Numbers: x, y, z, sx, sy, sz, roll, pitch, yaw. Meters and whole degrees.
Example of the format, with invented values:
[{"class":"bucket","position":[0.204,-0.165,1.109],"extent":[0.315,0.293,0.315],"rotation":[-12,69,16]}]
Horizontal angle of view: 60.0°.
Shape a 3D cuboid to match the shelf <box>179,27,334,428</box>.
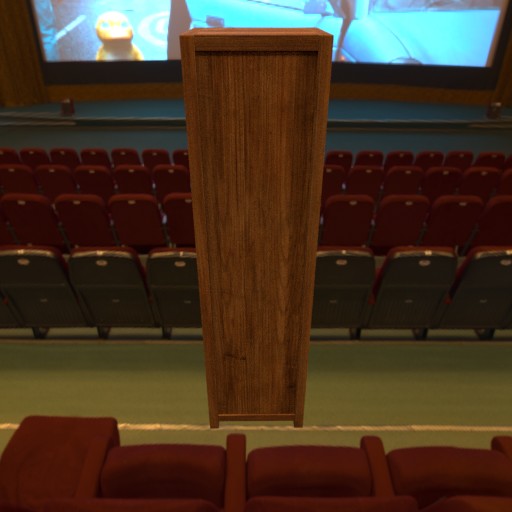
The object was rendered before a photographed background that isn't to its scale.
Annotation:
[{"class":"shelf","position":[0.000,0.000,2.093],"extent":[0.500,1.900,0.428],"rotation":[0,30,-1]}]
